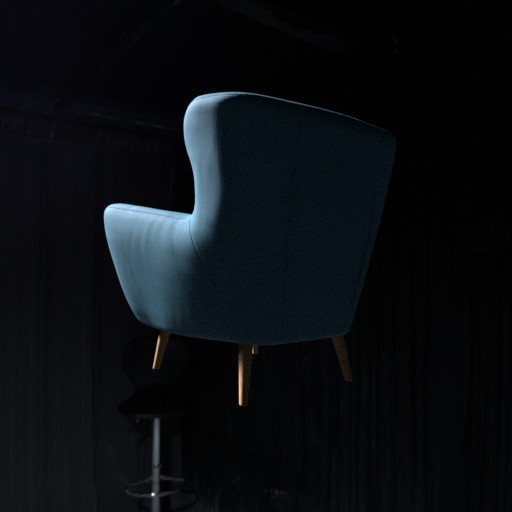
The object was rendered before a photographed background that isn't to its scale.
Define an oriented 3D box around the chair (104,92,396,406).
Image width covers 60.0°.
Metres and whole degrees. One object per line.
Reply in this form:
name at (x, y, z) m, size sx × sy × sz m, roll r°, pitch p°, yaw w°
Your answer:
chair at (0.000, 0.000, 1.647) m, size 0.890 × 0.889 × 0.889 m, roll 1°, pitch -1°, yaw -37°
